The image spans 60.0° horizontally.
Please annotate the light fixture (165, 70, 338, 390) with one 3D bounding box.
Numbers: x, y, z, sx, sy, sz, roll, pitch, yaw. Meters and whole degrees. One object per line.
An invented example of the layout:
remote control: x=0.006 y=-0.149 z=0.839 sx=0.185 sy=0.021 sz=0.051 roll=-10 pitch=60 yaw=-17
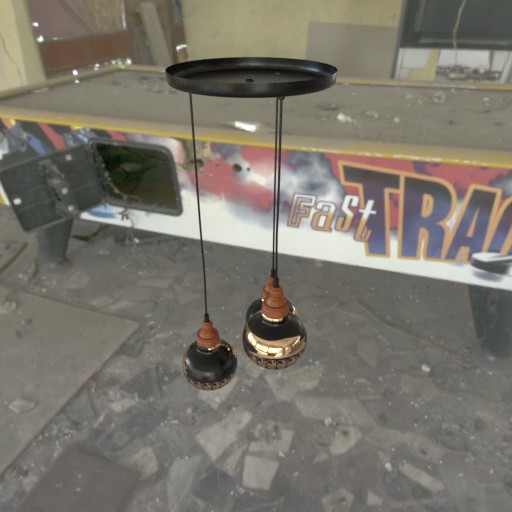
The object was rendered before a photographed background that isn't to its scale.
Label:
light fixture: x=0.000 y=0.000 z=1.796 sx=0.608 sy=1.410 sz=0.605 roll=-19 pitch=36 yaw=-28
